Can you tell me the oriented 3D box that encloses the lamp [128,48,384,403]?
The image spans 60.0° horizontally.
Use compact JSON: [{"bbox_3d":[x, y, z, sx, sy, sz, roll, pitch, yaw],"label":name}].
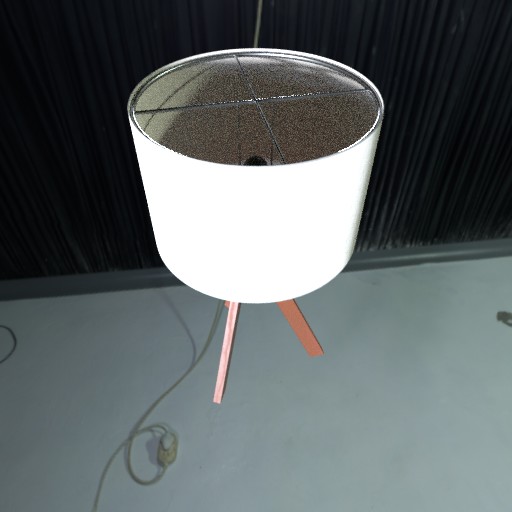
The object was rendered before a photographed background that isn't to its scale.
[{"bbox_3d":[0.000,0.000,0.912,0.380,0.686,0.380,-9,46,-8],"label":"lamp"}]
